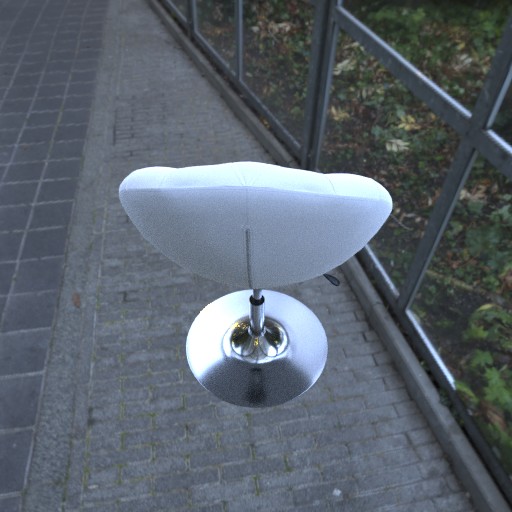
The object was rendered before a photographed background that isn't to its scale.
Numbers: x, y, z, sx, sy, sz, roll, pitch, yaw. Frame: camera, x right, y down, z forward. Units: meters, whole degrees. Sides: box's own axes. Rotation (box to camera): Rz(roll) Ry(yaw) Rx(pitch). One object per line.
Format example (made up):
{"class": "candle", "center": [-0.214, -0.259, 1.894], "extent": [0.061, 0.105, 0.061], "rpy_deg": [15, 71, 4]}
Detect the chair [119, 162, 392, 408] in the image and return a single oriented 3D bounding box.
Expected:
{"class": "chair", "center": [0.000, 0.000, 1.803], "extent": [0.940, 1.261, 0.736], "rpy_deg": [3, 46, 3]}
